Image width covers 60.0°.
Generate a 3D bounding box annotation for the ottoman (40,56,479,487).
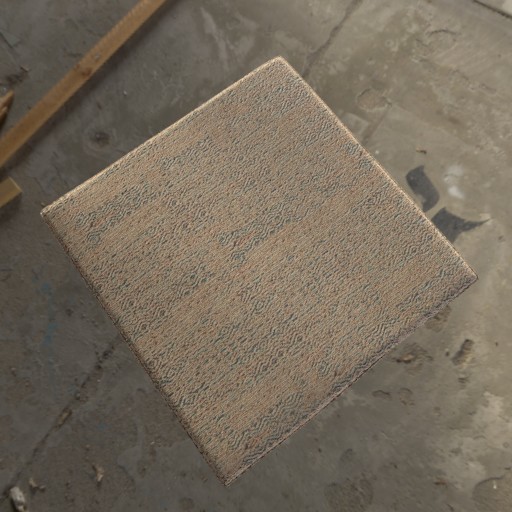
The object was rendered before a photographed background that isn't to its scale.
[{"bbox_3d":[0.000,0.000,1.498,0.968,0.356,1.004,-36,78,-9],"label":"ottoman"}]
